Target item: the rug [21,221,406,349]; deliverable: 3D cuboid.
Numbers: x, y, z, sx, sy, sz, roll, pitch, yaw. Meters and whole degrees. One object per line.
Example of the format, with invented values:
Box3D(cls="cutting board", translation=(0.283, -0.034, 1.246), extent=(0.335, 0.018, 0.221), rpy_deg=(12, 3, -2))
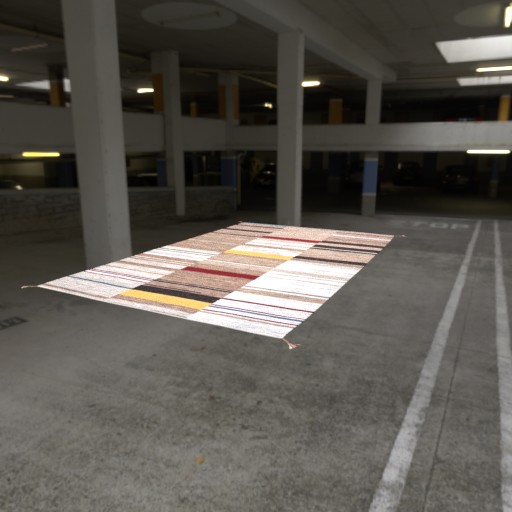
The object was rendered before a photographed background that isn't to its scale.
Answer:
Box3D(cls="rug", translation=(0.000, 0.000, 2.392), extent=(1.268, 0.007, 1.918), rpy_deg=(7, 16, 27))
